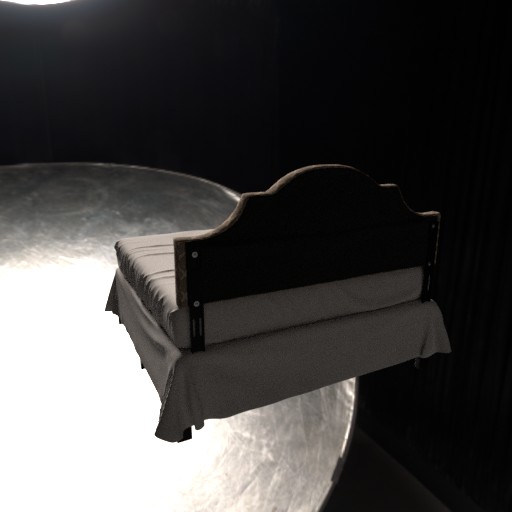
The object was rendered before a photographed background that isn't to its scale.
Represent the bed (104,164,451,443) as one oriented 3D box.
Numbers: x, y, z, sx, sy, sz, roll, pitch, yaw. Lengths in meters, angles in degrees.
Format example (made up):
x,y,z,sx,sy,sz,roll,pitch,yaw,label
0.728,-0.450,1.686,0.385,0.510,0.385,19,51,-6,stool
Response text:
x,y,z,sx,sy,sz,roll,pitch,yaw,label
0.000,0.000,3.709,2.314,1.601,2.222,-7,17,-26,bed
